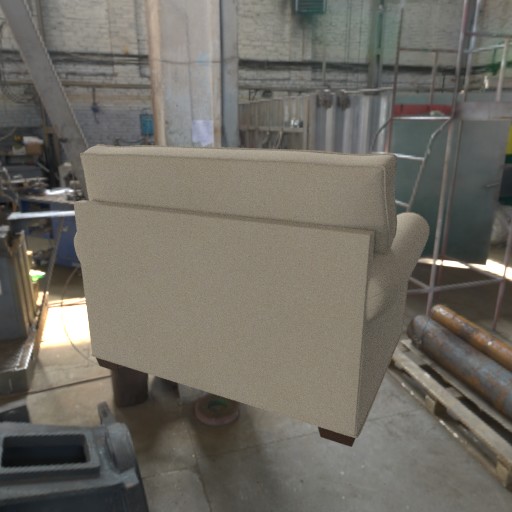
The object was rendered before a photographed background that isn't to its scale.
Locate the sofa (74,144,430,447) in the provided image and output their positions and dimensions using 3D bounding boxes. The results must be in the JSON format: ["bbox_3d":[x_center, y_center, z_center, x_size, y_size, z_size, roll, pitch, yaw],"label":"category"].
[{"bbox_3d":[0.000,0.000,2.050,1.405,1.006,0.937,8,19,25],"label":"sofa"}]
